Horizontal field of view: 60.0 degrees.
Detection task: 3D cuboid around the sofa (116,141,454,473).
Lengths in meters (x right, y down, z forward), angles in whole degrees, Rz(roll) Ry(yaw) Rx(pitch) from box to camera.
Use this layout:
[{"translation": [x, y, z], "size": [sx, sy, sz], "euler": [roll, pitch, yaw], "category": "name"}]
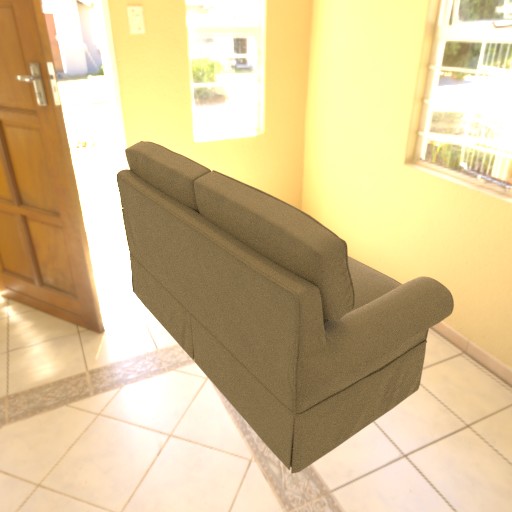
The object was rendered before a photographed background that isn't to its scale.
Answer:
[{"translation": [0.000, 0.000, 2.344], "size": [0.841, 1.024, 1.823], "euler": [-18, 33, -31], "category": "sofa"}]
